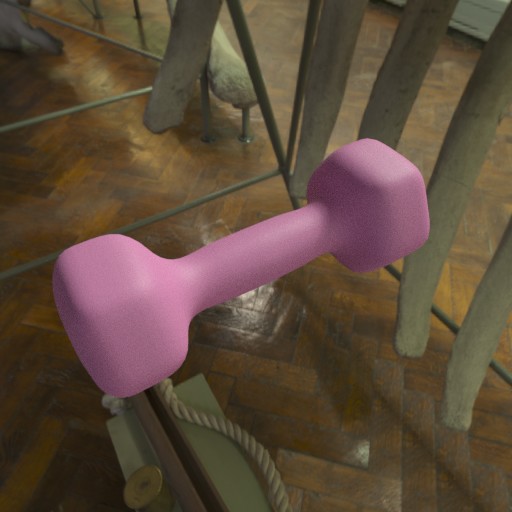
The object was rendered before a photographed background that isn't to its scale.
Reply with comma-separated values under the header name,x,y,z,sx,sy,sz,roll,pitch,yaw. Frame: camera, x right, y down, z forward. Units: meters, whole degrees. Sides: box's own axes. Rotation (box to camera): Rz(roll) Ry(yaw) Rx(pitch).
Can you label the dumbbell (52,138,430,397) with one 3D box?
name,x,y,z,sx,sy,sz,roll,pitch,yaw
dumbbell,0.000,0.000,0.190,0.159,0.058,0.064,-23,51,-20
